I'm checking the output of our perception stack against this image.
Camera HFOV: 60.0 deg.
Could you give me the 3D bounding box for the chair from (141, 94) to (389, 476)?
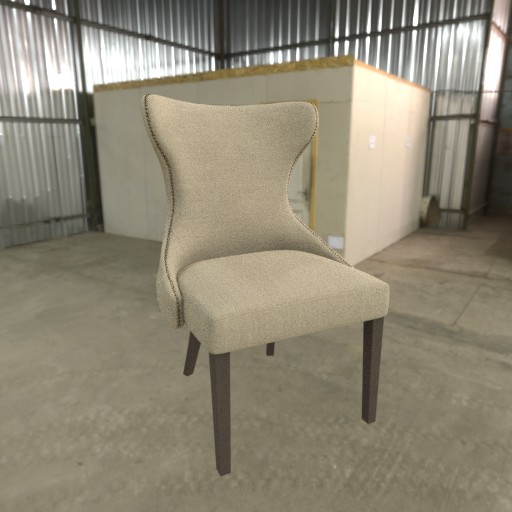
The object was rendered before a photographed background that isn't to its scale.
[{"bbox_3d":[0.000,0.000,1.388,0.628,0.967,0.635,-7,17,-25],"label":"chair"}]
